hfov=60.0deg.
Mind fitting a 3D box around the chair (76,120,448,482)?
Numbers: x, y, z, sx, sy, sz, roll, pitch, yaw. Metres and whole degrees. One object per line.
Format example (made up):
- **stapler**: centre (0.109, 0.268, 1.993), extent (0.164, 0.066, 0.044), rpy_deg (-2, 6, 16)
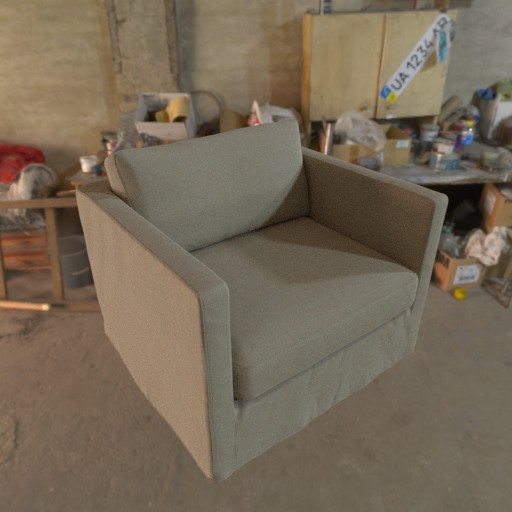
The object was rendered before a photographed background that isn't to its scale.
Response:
- **chair**: centre (0.000, 0.000, 1.737), extent (1.057, 0.863, 0.949), rpy_deg (-21, 36, -32)
